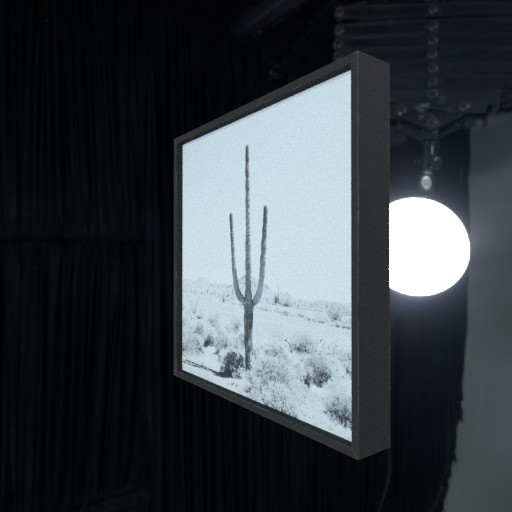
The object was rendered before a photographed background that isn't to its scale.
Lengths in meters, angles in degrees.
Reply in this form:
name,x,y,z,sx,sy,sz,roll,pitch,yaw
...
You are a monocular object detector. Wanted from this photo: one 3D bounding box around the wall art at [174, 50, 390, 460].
name,x,y,z,sx,sy,sz,roll,pitch,yaw
wall art,0.000,0.000,0.463,0.038,0.305,0.305,0,-1,-37
